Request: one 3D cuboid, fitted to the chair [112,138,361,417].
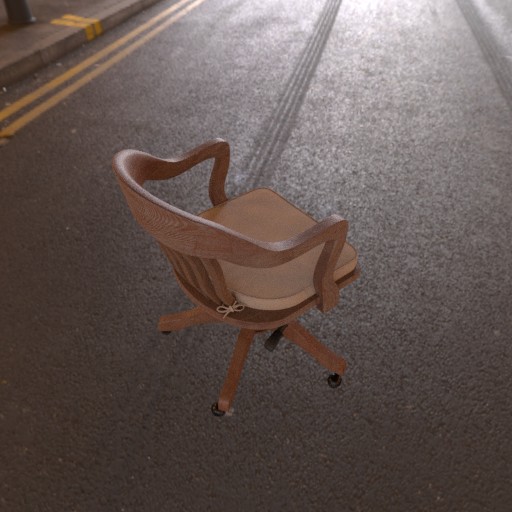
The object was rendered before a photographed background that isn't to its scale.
[{"bbox_3d":[0.000,0.000,1.513,0.788,0.878,0.750,-27,48,-27],"label":"chair"}]
